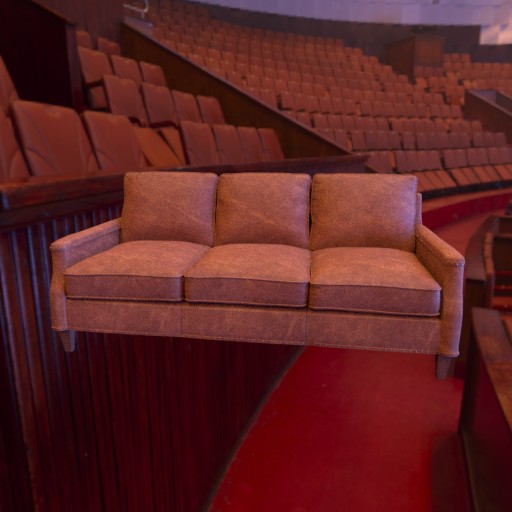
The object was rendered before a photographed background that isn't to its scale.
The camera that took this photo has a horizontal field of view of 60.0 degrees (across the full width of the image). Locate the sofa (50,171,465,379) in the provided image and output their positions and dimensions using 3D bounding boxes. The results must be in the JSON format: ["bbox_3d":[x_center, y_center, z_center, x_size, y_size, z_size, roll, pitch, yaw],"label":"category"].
[{"bbox_3d":[0.000,0.000,2.818,2.246,1.003,1.084,2,14,8],"label":"sofa"}]
